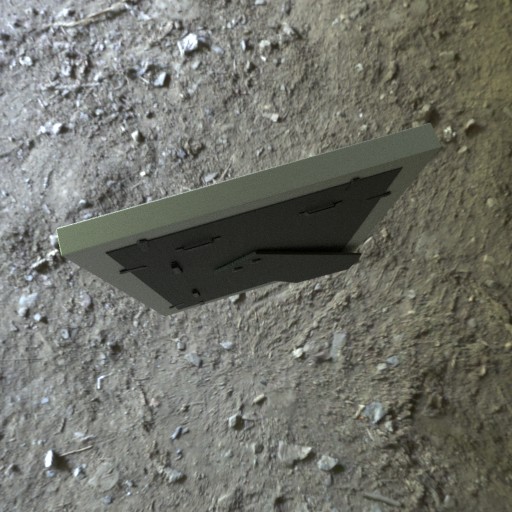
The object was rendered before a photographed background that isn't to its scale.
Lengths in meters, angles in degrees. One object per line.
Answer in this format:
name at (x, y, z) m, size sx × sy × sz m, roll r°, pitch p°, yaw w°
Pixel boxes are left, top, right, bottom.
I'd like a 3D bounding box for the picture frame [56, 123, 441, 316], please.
picture frame at (0.000, 0.000, 0.531) m, size 0.307 × 0.386 × 0.036 m, roll -17°, pitch 76°, yaw -4°
